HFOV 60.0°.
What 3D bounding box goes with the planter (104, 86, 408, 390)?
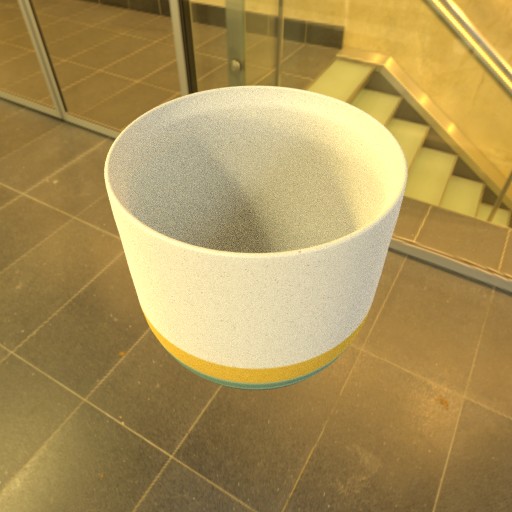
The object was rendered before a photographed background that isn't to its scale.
[{"bbox_3d":[0.000,0.000,0.494,0.268,0.270,0.268,0,46,0],"label":"planter"}]
